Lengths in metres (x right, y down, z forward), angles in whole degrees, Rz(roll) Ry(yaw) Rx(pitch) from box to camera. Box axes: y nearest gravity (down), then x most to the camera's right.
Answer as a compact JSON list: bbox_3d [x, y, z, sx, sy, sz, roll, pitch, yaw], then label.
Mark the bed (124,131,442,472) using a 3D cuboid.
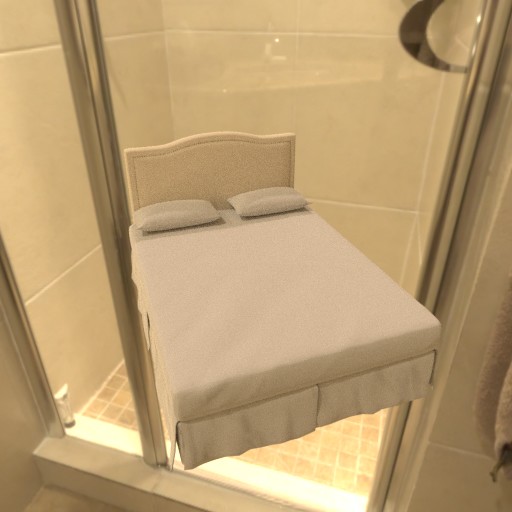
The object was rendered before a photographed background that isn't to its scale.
[{"bbox_3d":[0.000,0.000,3.637,1.977,1.437,2.477,-10,32,-17],"label":"bed"}]
